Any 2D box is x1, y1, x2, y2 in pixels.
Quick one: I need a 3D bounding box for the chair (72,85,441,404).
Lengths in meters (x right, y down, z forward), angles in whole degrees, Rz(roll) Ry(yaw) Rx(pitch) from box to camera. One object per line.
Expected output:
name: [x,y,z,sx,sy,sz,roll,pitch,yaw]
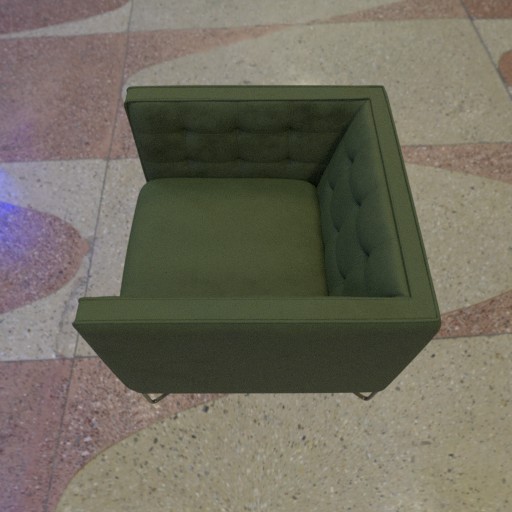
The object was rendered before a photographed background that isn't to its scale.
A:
chair: [0.000,0.000,1.570,0.894,0.790,0.880,0,58,0]
